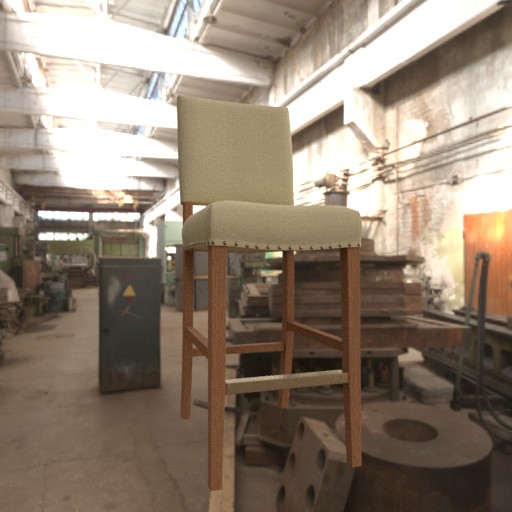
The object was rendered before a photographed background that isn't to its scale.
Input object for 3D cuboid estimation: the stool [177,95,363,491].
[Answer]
[{"bbox_3d":[0.000,0.000,1.430,0.445,1.168,0.584,0,-1,-18],"label":"stool"}]
